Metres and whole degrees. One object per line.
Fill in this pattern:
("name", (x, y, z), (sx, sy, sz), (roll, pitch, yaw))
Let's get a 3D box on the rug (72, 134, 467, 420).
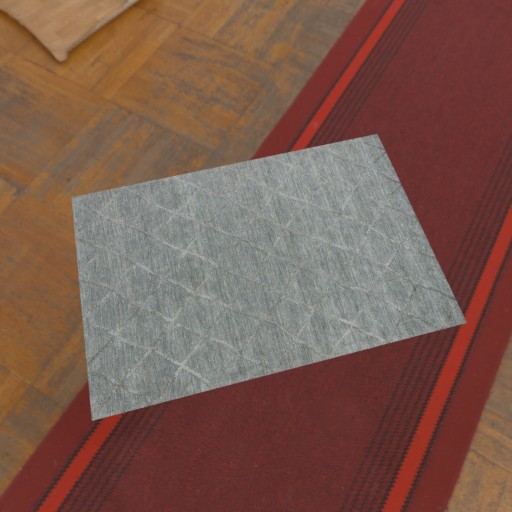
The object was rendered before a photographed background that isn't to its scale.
("rug", (0.000, 0.000, 2.917), (2.283, 0.006, 1.521), (-13, 65, -6))
